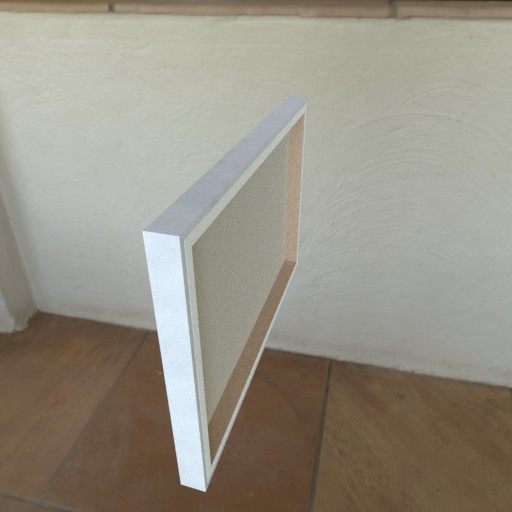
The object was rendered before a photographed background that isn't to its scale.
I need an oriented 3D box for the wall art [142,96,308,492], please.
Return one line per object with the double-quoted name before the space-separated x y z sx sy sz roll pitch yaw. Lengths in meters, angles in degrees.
"wall art" 0.000 0.000 0.764 0.038 0.407 0.609 9 33 14
